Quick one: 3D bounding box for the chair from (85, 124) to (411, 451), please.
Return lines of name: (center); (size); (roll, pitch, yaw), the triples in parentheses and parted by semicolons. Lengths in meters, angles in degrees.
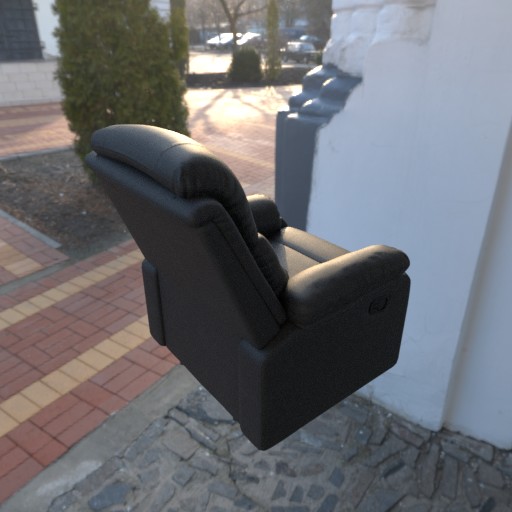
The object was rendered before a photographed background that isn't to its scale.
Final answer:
chair: (0.000, 0.000, 1.627); (0.919, 0.992, 0.855); (-19, 32, -33)
